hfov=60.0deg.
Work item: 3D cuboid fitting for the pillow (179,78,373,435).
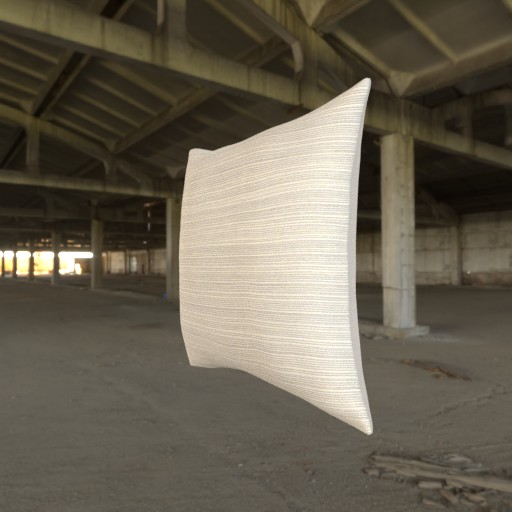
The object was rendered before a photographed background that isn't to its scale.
[{"bbox_3d":[0.000,0.000,0.811,0.204,0.497,0.512,1,-1,-37],"label":"pillow"}]
